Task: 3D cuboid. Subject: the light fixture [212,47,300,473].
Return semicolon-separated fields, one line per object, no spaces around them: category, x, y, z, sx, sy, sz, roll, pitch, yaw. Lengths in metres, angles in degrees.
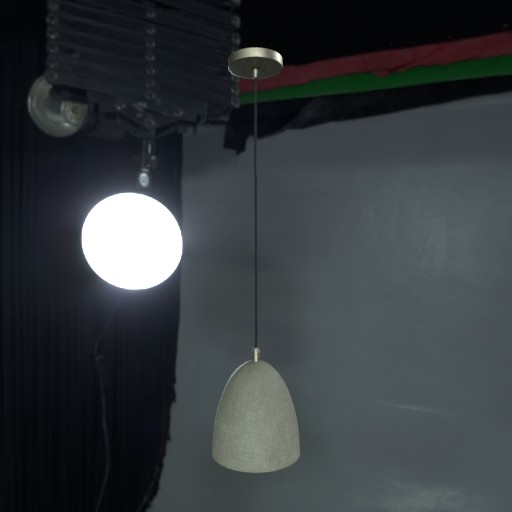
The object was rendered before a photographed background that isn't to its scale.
light fixture;0.000;0.000;0.860;0.170;0.759;0.170;0;0;18
